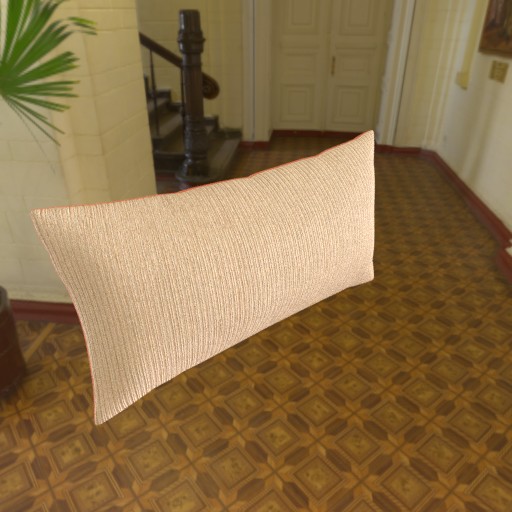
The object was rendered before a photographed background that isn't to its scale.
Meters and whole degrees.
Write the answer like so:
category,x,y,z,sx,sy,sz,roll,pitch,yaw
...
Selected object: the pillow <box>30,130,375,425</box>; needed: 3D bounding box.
category,x,y,z,sx,sy,sz,roll,pitch,yaw
pillow,0.000,0.000,0.718,0.608,0.307,0.155,-22,36,-33
